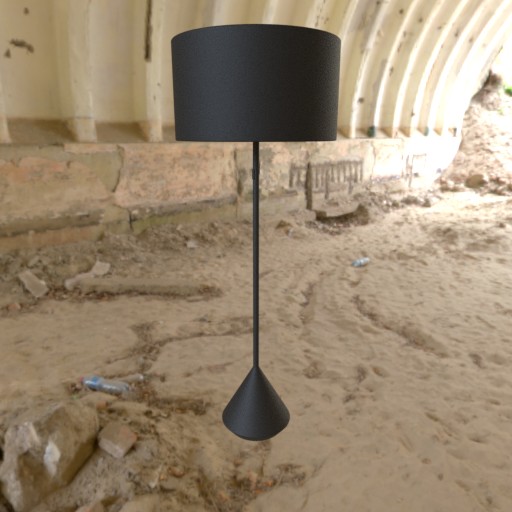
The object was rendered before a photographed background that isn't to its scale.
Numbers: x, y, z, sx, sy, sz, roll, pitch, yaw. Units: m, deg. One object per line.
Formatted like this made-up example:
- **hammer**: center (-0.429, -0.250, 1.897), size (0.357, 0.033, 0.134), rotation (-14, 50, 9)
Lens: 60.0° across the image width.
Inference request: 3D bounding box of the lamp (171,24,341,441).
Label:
- **lamp**: center (0.000, 0.000, 1.737), size (0.580, 1.526, 0.580), rotation (3, 16, 10)
